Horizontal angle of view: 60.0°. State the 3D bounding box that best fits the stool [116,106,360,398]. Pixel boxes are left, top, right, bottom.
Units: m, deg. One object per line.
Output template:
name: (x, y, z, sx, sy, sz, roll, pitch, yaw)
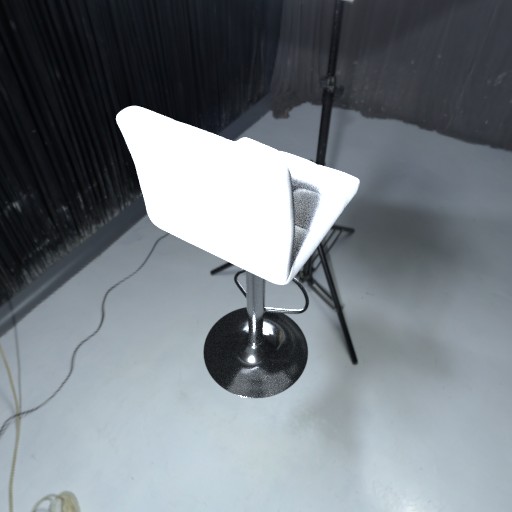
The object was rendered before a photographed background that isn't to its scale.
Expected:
stool: (0.000, 0.000, 1.401, 0.430, 1.115, 0.505, 25, 52, 22)
